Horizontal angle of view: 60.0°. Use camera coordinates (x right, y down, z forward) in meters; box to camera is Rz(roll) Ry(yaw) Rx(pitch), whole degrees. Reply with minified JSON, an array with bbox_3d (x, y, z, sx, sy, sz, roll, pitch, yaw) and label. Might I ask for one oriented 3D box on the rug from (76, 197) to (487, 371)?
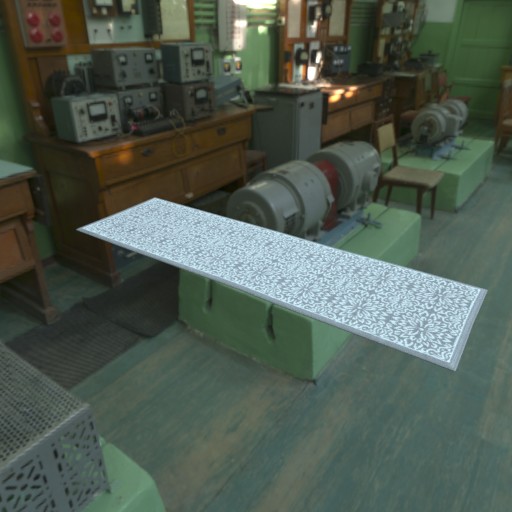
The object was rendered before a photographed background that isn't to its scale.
[{"bbox_3d":[0.000,0.000,2.396,2.196,0.011,0.662,18,33,30],"label":"rug"}]
